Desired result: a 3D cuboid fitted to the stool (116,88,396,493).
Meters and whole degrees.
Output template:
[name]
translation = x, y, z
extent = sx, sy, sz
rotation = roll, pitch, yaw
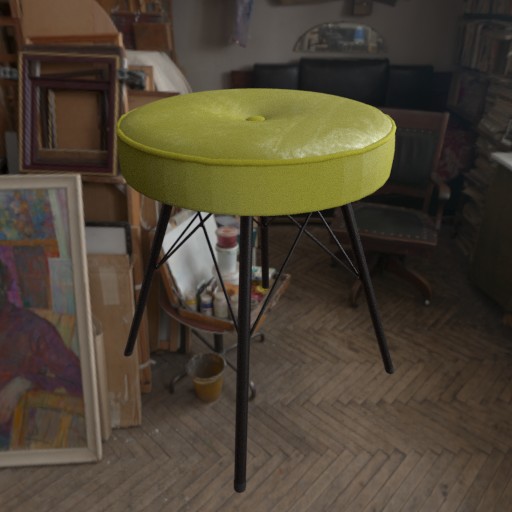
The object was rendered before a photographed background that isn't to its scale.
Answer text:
[stool]
translation = 0.000, 0.000, 0.783
extent = 0.409, 0.508, 0.409
rotation = -23, 38, -33
